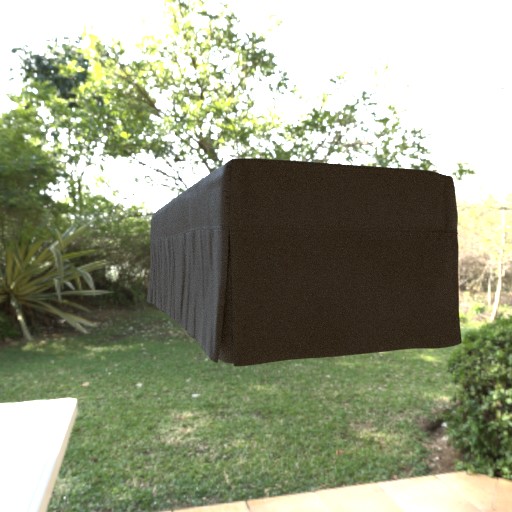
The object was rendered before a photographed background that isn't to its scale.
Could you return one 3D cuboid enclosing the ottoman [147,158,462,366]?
[{"bbox_3d":[0.000,0.000,1.661,0.665,0.457,1.388,0,0,-20],"label":"ottoman"}]
